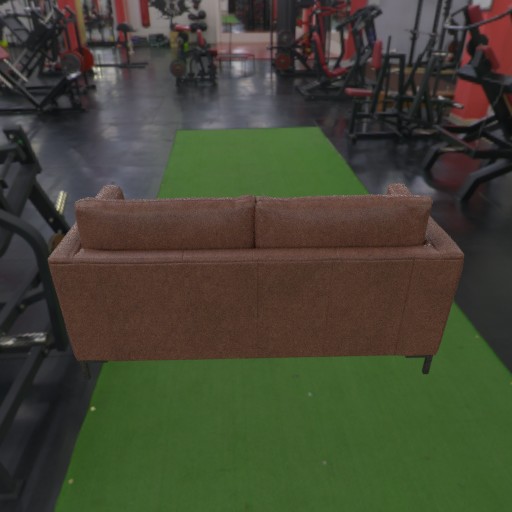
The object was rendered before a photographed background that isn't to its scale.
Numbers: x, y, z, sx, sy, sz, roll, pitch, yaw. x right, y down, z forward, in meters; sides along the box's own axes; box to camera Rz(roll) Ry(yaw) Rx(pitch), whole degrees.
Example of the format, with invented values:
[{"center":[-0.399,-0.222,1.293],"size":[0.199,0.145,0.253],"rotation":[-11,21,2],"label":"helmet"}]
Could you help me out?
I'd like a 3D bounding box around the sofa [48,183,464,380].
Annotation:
[{"center":[0.000,0.000,2.344],"size":[1.797,0.883,0.899],"rotation":[-1,30,-2],"label":"sofa"}]
